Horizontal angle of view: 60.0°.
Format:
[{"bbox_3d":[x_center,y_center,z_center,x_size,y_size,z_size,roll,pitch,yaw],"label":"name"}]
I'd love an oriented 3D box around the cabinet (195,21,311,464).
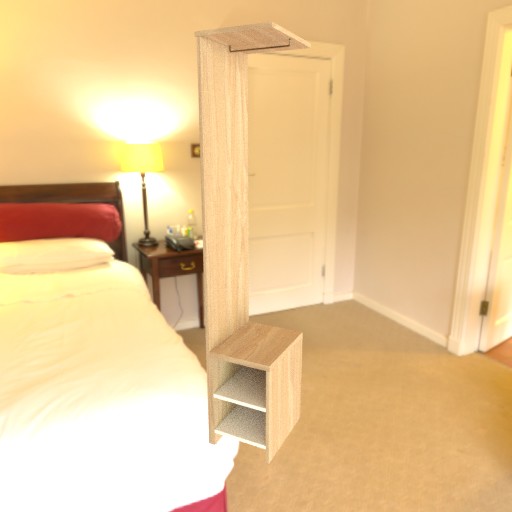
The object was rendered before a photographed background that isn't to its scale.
[{"bbox_3d":[0.000,0.000,2.083,0.338,1.879,0.411,7,16,26],"label":"cabinet"}]
